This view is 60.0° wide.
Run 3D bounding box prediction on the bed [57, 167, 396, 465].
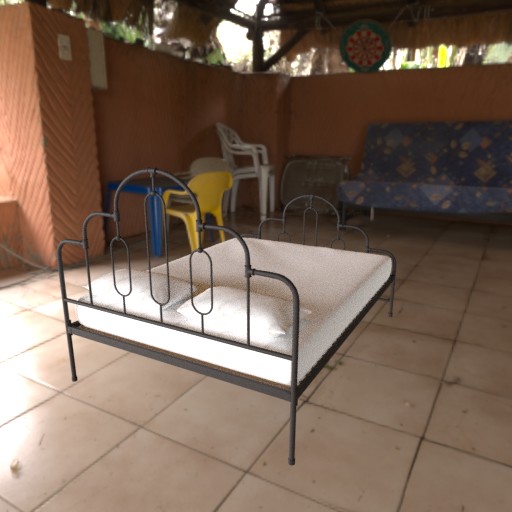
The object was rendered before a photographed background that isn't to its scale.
[{"bbox_3d":[0.000,0.000,3.300,1.640,1.429,2.163,8,17,28],"label":"bed"}]
